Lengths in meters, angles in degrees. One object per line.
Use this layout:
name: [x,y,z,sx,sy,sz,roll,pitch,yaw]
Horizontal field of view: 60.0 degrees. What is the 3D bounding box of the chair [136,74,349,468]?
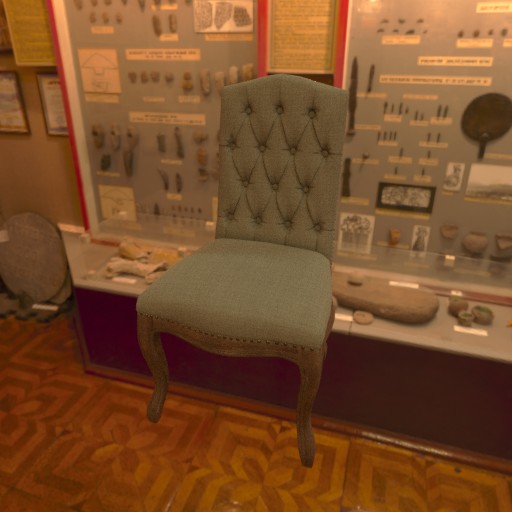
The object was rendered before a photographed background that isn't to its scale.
chair: [0.000,0.000,1.612,0.637,1.191,0.731,9,27,17]
